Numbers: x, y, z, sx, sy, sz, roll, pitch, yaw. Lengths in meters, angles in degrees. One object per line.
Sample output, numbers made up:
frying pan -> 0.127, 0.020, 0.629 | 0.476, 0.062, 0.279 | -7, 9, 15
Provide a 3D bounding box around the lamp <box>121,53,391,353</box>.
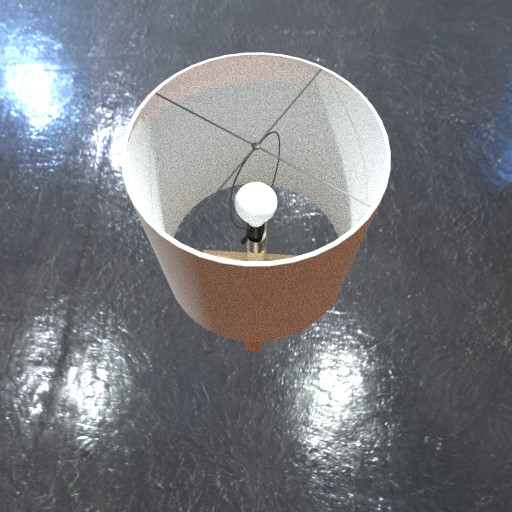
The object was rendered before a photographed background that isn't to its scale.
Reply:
lamp -> 0.000, 0.000, 0.569 | 0.229, 0.428, 0.229 | 3, 64, 2
